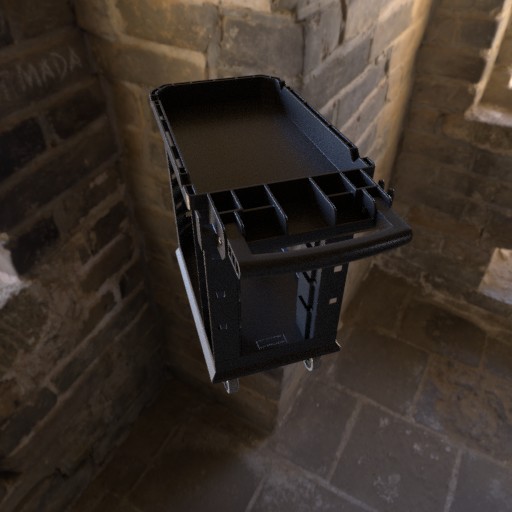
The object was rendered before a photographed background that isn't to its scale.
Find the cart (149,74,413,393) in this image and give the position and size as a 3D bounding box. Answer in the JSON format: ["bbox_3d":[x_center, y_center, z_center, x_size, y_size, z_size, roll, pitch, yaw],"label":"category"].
[{"bbox_3d":[0.000,0.000,1.553,0.497,0.884,1.061,-11,41,-13],"label":"cart"}]
